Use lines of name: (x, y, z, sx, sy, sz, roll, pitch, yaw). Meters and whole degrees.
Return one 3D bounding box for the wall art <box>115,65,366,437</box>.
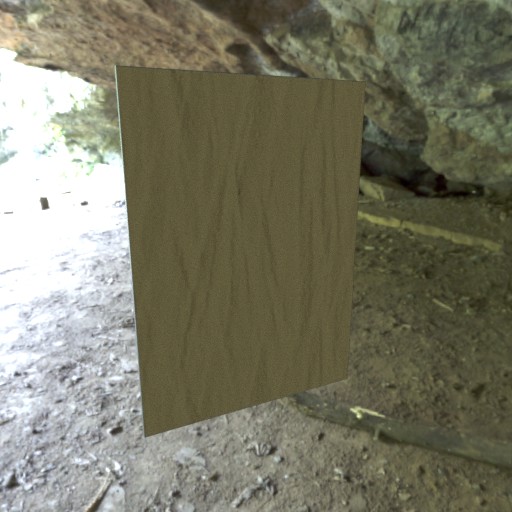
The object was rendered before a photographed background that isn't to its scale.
wall art: (0.000, 0.000, 1.464, 0.810, 1.116, 0.016, -7, 17, -25)
